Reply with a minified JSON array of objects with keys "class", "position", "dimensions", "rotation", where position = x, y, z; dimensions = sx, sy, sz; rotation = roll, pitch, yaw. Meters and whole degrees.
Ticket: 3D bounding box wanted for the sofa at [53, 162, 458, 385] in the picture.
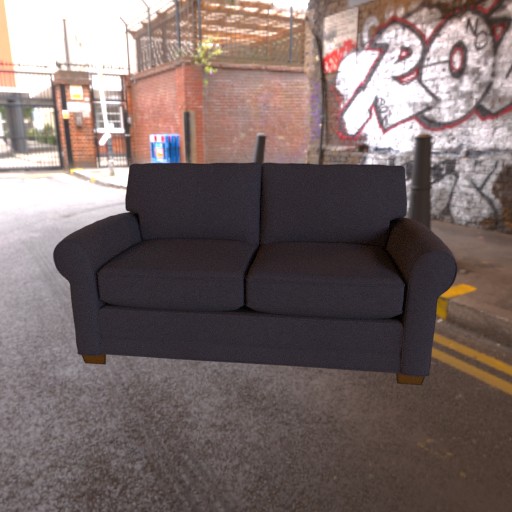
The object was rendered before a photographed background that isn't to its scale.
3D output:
[{"class":"sofa","position":[0.000,0.000,2.571],"dimensions":[2.009,1.031,0.951],"rotation":[2,15,7]}]
